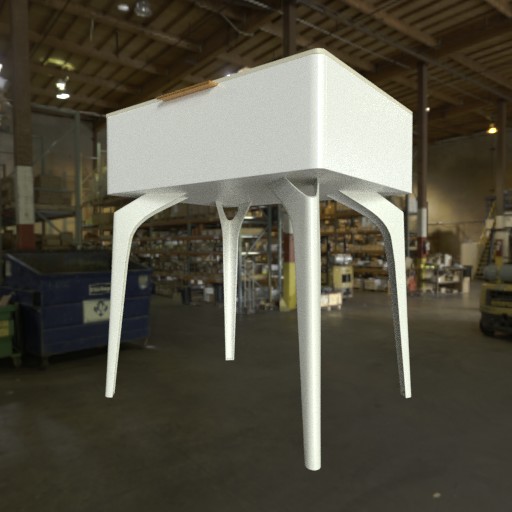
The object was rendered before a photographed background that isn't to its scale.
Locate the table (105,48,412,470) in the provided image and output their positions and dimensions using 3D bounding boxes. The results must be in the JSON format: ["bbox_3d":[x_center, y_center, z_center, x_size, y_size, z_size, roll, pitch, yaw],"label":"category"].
[{"bbox_3d":[0.000,0.000,0.892,0.500,0.570,0.400,1,1,38],"label":"table"}]
